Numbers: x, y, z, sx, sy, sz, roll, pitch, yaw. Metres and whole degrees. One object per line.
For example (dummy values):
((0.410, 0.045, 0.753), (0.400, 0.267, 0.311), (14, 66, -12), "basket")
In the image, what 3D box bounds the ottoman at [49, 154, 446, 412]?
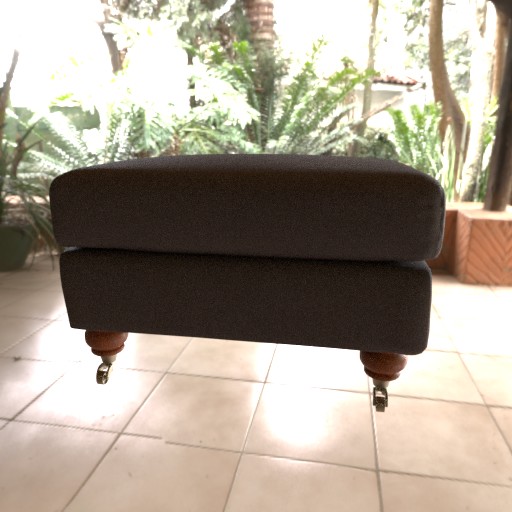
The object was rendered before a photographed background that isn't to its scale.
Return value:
((0.000, 0.000, 1.116), (0.773, 0.497, 0.574), (3, 15, 9), "ottoman")
